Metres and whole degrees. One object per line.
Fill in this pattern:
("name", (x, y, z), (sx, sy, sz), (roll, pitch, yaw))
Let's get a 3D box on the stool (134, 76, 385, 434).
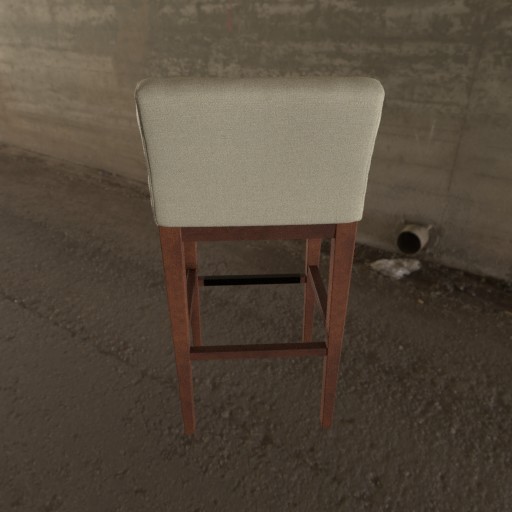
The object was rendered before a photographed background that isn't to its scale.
("stool", (0.000, 0.000, 1.317), (0.511, 1.037, 0.500), (-1, 29, -3))
